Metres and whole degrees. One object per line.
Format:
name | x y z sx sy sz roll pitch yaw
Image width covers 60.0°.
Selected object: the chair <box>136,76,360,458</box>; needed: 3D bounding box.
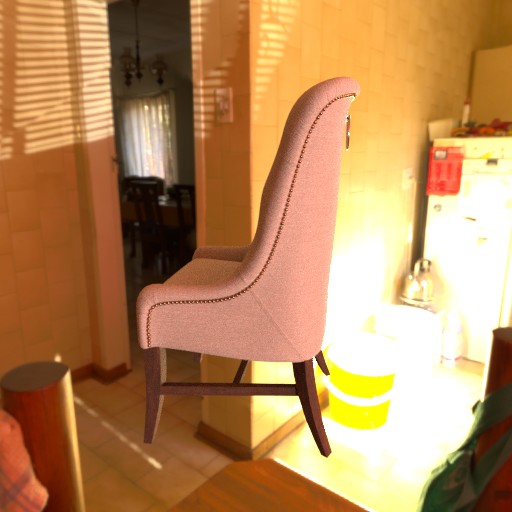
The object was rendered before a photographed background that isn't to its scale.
chair | 0.000 0.000 1.489 0.629 1.091 0.634 2 13 9
